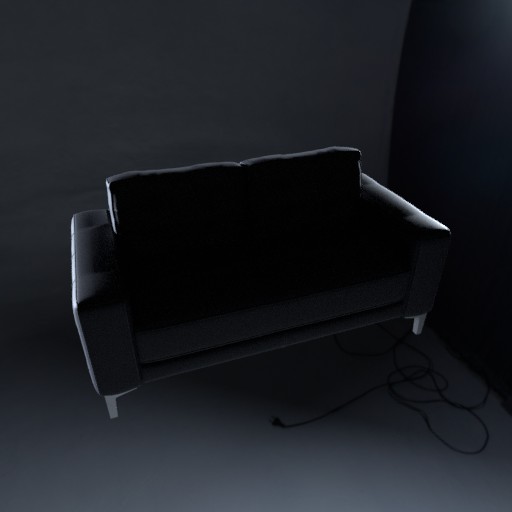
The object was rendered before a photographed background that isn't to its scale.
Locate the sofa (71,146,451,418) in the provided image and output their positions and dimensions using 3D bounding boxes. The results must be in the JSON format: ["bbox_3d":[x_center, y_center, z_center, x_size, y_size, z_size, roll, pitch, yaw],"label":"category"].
[{"bbox_3d":[0.000,0.000,2.267,1.726,0.893,0.833,-11,33,-17],"label":"sofa"}]
